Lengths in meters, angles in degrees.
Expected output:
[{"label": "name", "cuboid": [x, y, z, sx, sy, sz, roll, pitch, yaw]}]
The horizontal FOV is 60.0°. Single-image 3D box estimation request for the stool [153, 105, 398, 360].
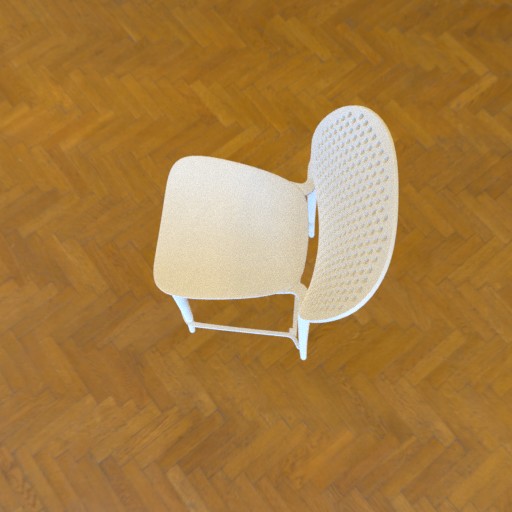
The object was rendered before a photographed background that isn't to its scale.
[{"label": "stool", "cuboid": [0.000, 0.000, 1.334, 0.535, 1.045, 0.536, 5, 75, 1]}]
